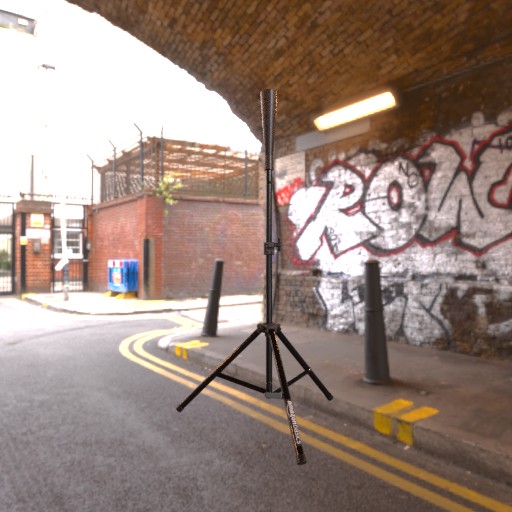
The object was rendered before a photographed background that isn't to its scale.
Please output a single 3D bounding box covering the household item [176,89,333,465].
[{"bbox_3d":[0.000,0.000,1.396,0.559,1.067,0.559,0,-1,2],"label":"household item"}]
